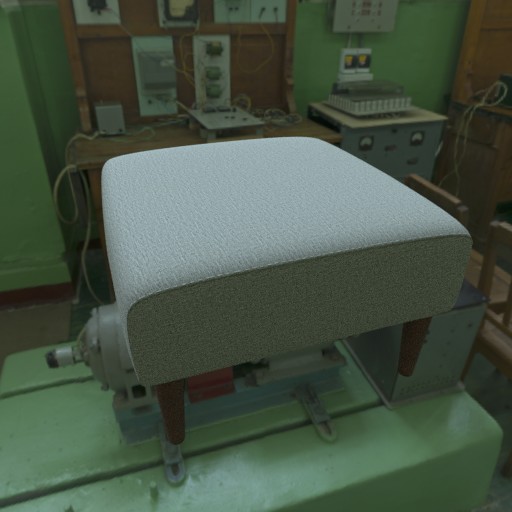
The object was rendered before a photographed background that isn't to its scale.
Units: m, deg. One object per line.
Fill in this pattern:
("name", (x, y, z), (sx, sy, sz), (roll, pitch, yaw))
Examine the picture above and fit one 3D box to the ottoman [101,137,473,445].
("ottoman", (0.000, 0.000, 1.045), (0.649, 0.398, 0.650), (-10, 32, -17))
